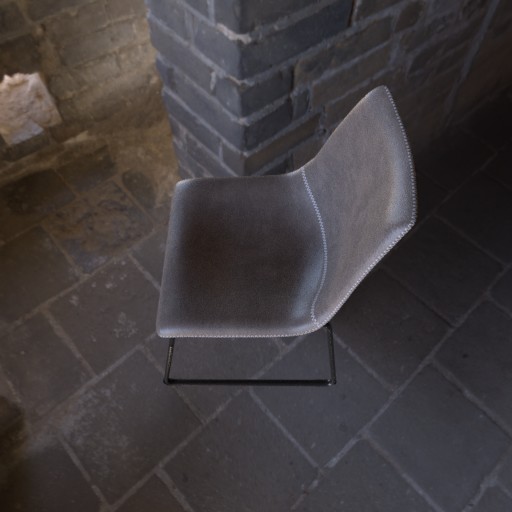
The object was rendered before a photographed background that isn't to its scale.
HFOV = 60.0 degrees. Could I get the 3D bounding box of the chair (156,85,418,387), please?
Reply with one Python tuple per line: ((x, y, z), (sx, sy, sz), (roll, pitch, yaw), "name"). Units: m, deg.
((0.000, 0.000, 1.114), (0.550, 0.780, 0.460), (0, 59, 0), "chair")
